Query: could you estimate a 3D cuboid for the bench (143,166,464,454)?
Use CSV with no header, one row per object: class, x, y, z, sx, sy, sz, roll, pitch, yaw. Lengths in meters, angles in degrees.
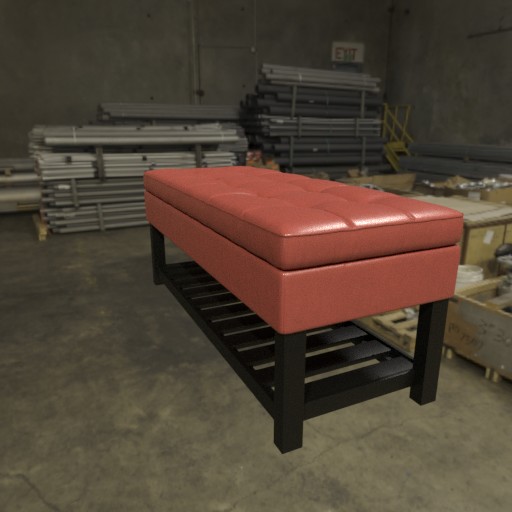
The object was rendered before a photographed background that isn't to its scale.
bench,0.000,0.000,1.339,0.432,0.460,1.105,-8,18,-24
